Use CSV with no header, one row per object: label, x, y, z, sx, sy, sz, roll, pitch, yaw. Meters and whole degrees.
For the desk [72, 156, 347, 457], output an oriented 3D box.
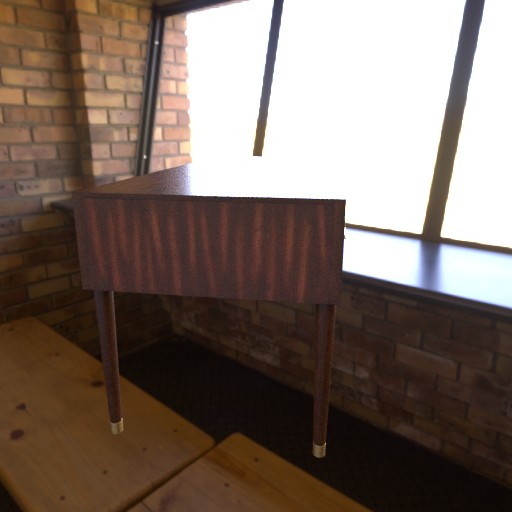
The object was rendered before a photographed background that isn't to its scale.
desk,0.000,0.000,1.961,0.724,0.762,1.575,3,16,9
